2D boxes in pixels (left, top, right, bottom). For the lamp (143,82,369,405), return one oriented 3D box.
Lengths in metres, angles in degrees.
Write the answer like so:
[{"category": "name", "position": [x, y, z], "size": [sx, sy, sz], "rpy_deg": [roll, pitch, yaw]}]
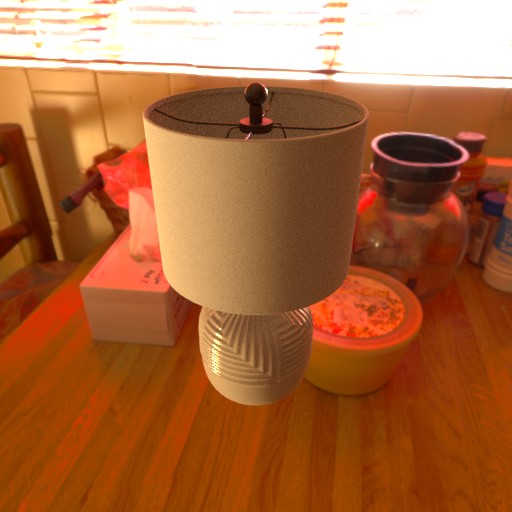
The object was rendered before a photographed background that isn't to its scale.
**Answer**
[{"category": "lamp", "position": [0.000, 0.000, 0.765], "size": [0.318, 0.567, 0.318], "rpy_deg": [0, 32, 0]}]
